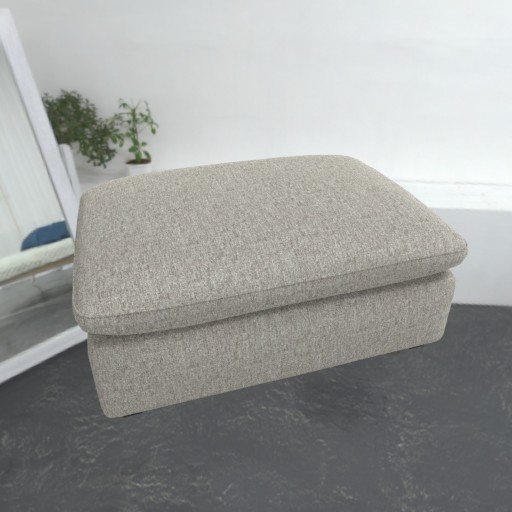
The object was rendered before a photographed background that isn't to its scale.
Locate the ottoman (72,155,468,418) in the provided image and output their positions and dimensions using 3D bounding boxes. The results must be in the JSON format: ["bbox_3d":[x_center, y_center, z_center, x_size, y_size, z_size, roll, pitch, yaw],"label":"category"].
[{"bbox_3d":[0.000,0.000,1.338,0.977,0.451,0.694,-9,34,-14],"label":"ottoman"}]
